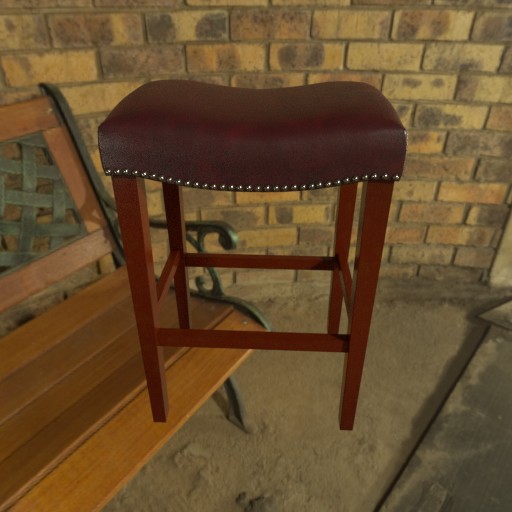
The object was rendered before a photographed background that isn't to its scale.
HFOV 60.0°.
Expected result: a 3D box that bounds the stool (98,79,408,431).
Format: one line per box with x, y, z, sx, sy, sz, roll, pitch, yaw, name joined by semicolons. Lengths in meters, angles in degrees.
0.000;0.000;1.026;0.504;0.742;0.372;2;31;2;stool
